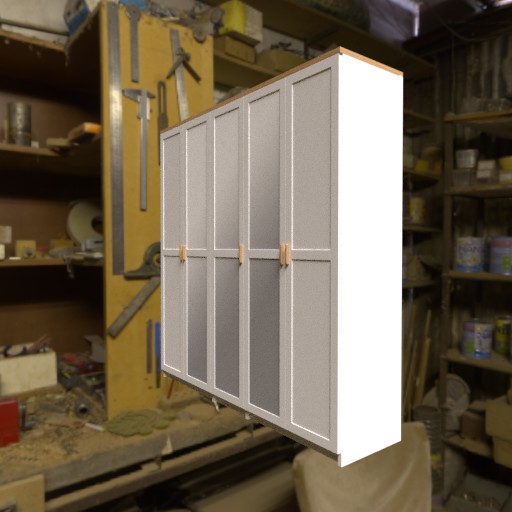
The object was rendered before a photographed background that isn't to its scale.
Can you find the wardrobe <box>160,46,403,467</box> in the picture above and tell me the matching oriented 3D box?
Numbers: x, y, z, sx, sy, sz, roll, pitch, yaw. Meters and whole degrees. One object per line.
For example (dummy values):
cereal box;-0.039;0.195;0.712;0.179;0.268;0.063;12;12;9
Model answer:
wardrobe;0.000;0.000;3.393;0.590;2.260;2.160;-1;1;-38
